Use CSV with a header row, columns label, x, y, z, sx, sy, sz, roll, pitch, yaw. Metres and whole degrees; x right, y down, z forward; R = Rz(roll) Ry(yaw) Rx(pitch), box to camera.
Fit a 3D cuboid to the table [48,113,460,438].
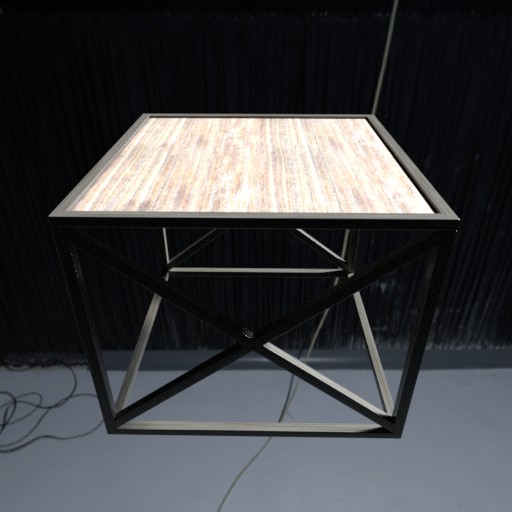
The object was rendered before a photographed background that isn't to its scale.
label,x,y,z,sx,sy,sz,roll,pitch,yaw
table,0.000,0.000,1.047,0.611,0.507,0.609,1,32,1
